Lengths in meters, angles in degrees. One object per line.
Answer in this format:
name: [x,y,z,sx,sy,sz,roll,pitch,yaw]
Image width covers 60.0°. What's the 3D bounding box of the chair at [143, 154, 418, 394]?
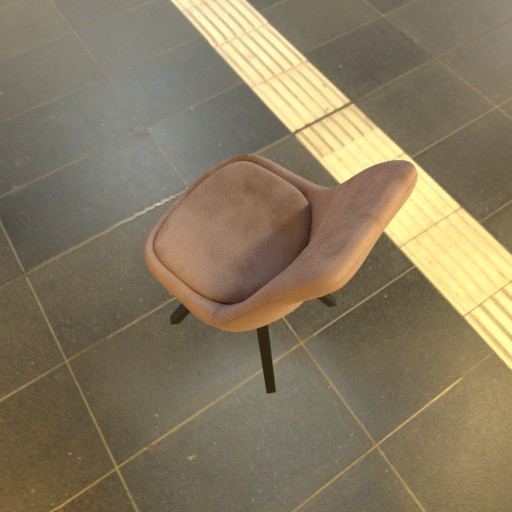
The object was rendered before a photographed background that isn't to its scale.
chair: [0.000,0.000,1.196,0.547,0.865,0.483,34,68,16]
